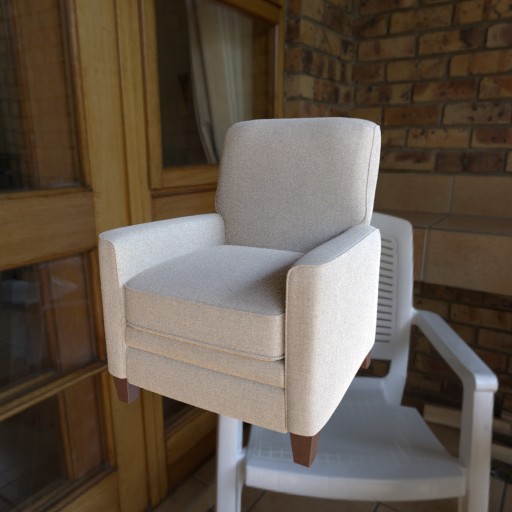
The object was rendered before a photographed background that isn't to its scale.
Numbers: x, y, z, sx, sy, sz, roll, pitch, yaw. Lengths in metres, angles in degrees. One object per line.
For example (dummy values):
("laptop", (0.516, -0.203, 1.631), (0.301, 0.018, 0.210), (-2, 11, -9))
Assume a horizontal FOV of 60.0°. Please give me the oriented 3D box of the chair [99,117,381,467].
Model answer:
("chair", (0.000, 0.000, 1.666), (0.845, 1.023, 0.859), (7, 16, 27))
